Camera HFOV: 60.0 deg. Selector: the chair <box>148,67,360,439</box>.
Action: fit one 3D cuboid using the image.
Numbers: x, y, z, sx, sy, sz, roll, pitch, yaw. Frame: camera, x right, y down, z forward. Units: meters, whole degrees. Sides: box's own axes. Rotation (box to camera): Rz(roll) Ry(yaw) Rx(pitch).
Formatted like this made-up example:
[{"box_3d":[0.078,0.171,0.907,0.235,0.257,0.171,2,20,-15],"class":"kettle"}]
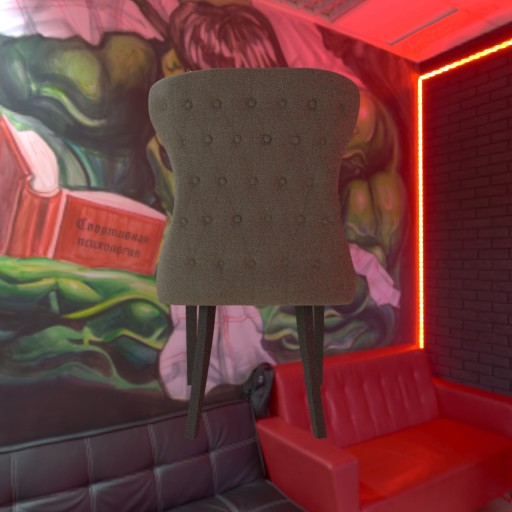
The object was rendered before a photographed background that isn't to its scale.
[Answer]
[{"box_3d":[0.000,0.000,1.405,0.628,0.967,0.635,0,-1,0],"class":"chair"}]
